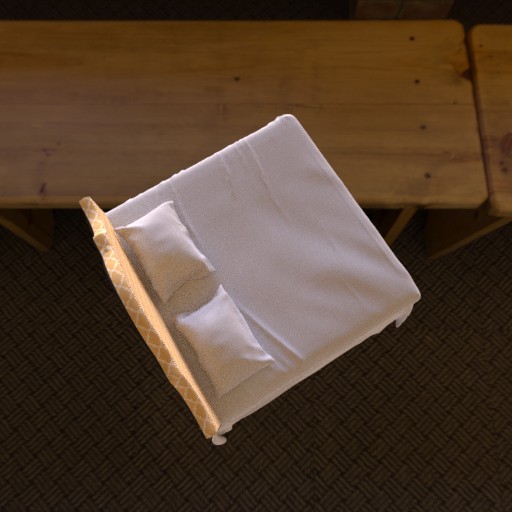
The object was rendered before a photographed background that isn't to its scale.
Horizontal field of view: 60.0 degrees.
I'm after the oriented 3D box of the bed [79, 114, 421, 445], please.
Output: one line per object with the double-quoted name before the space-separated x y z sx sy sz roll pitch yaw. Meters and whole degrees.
"bed" 0.000 0.000 3.668 2.222 1.601 2.314 -30 77 -8
